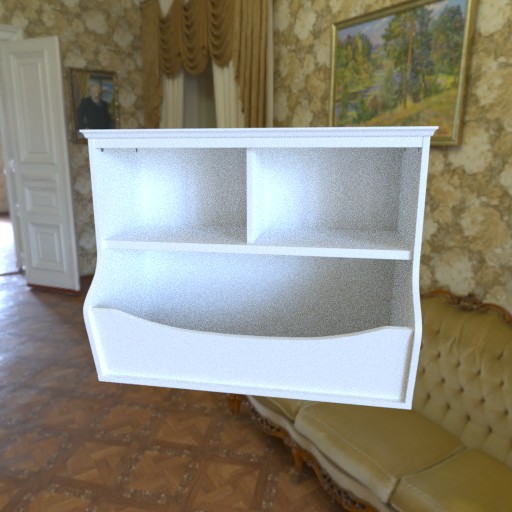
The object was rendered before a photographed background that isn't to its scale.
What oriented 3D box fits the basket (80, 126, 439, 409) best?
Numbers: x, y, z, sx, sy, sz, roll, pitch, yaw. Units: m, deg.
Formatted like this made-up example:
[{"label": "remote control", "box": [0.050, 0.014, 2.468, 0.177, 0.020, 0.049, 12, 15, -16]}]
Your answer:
[{"label": "basket", "box": [0.000, 0.000, 1.149, 0.792, 0.625, 0.376, 2, 13, 10]}]
